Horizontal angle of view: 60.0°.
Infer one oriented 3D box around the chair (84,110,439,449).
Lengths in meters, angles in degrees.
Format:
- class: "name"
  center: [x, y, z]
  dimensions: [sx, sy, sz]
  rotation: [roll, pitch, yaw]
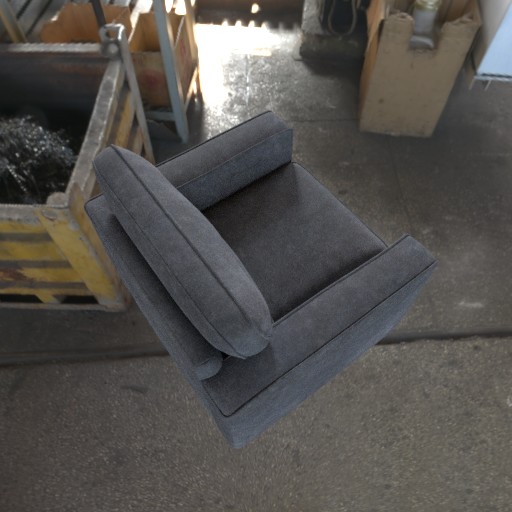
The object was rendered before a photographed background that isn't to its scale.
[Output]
- class: "chair"
  center: [0.000, 0.000, 1.773]
  dimensions: [0.939, 0.965, 1.015]
  rotation: [-32, 63, -18]
